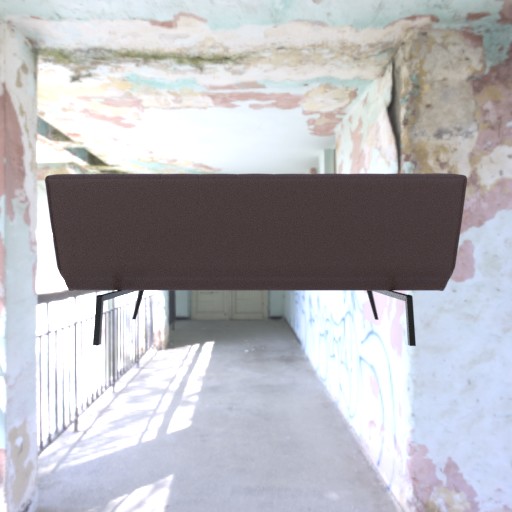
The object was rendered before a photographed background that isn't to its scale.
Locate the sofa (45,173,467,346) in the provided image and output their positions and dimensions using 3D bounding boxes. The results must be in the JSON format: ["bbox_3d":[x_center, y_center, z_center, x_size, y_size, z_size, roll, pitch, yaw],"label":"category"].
[{"bbox_3d":[0.000,0.000,2.109,1.703,0.699,0.747,0,0,0],"label":"sofa"}]
